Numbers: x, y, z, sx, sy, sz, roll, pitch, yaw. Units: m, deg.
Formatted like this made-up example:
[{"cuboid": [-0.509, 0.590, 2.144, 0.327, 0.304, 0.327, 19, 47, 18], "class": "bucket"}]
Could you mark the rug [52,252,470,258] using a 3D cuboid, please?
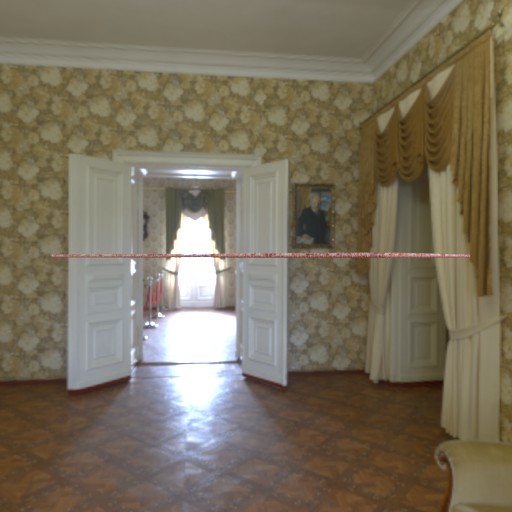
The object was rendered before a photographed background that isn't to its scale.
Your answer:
[{"cuboid": [0.000, 0.000, 2.323, 1.829, 0.016, 1.219, 0, 0, 36], "class": "rug"}]
